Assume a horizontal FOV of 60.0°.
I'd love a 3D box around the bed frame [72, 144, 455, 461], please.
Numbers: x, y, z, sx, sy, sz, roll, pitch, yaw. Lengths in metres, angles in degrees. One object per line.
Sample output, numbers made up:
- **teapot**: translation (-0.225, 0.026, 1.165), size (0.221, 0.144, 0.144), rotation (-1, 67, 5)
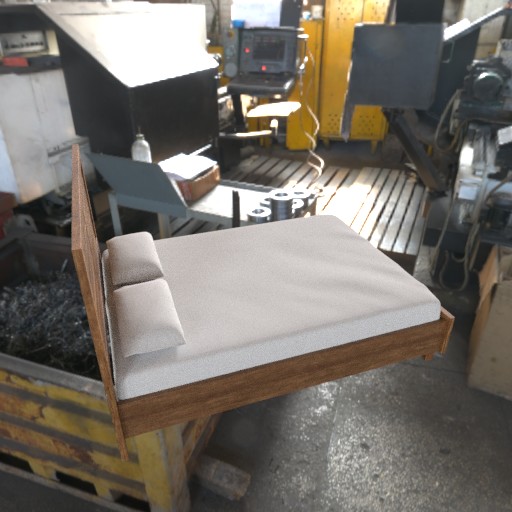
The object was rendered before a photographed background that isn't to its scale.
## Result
- **bed frame**: translation (0.000, 0.000, 3.258), size (2.276, 1.417, 1.696), rotation (-10, 31, -17)
